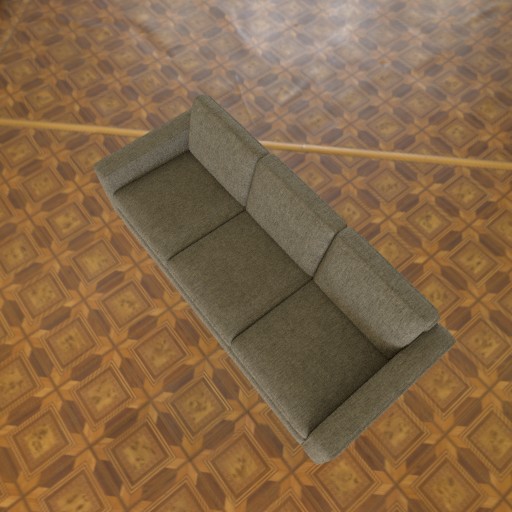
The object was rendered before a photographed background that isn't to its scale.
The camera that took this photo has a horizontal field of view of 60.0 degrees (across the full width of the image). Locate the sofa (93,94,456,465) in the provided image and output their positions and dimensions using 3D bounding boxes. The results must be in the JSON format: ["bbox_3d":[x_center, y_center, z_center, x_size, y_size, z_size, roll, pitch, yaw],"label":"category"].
[{"bbox_3d":[0.000,0.000,2.623,0.900,0.800,2.160,-36,68,-17],"label":"sofa"}]
